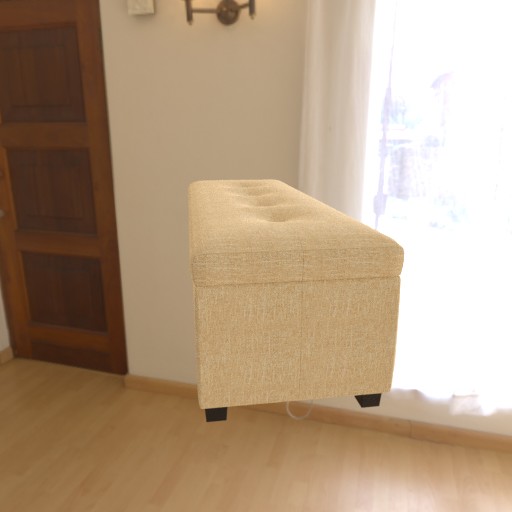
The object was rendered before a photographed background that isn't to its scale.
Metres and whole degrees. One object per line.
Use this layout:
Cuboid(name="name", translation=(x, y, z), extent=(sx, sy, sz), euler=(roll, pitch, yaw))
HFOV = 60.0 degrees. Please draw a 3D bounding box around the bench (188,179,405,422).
Cuboid(name="bench", translation=(0.000, 0.000, 1.473), extent=(0.432, 0.406, 1.219), euler=(-2, 16, -8))
